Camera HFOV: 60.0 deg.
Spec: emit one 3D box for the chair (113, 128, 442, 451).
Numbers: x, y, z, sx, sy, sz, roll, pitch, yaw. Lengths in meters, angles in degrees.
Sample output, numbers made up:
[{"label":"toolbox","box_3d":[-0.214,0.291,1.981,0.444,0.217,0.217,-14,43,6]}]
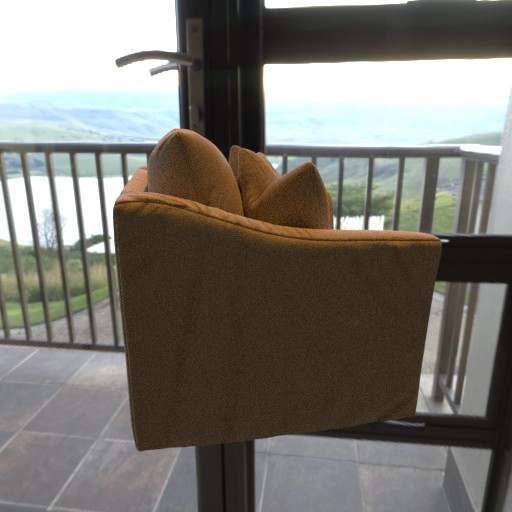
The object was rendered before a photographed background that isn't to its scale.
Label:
[{"label":"chair","box_3d":[0.000,0.000,1.983,1.071,1.093,1.194,-3,17,-10]}]
